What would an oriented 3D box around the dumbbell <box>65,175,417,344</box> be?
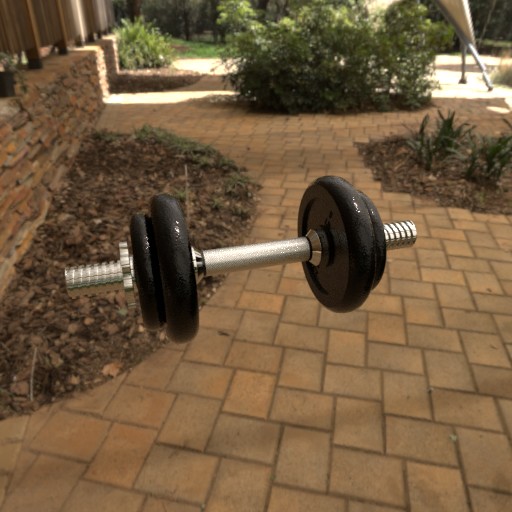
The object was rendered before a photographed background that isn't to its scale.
[{"bbox_3d":[0.000,0.000,0.622,0.497,0.202,0.202,-8,30,-14],"label":"dumbbell"}]
